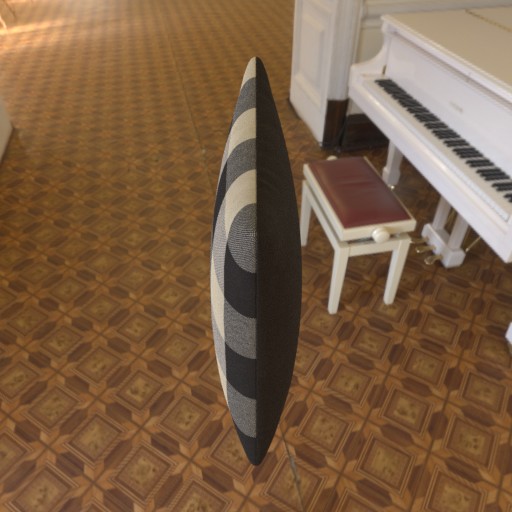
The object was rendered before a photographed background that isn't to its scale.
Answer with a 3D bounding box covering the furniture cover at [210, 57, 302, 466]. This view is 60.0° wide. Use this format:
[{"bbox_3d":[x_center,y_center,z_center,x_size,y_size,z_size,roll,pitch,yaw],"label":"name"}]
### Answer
[{"bbox_3d":[0.000,0.000,0.773,0.161,0.509,0.511,0,42,0],"label":"furniture cover"}]
